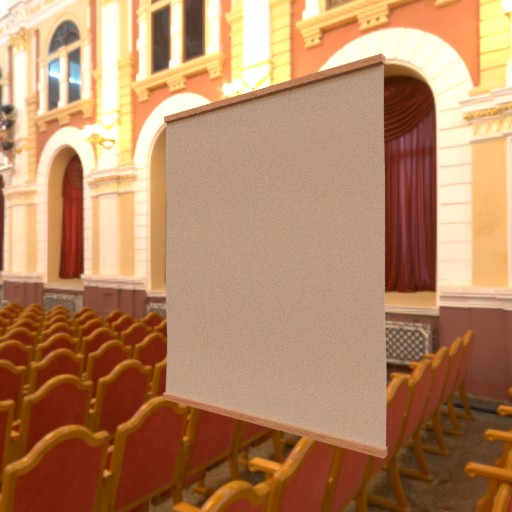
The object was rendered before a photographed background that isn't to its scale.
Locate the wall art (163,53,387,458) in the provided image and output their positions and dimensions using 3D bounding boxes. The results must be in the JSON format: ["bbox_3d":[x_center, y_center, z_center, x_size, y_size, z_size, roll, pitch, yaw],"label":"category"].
[{"bbox_3d":[0.000,0.000,0.681,0.406,0.508,0.013,-1,-1,37],"label":"wall art"}]
